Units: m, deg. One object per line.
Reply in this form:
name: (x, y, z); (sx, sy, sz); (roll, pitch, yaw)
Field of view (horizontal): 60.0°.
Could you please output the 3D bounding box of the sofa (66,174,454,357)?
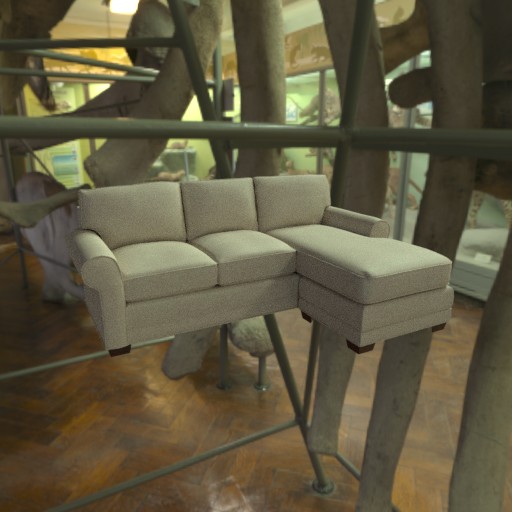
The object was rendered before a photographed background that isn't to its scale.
sofa: (0.000, 0.000, 2.361); (1.770, 0.734, 1.226); (-8, 18, -27)
